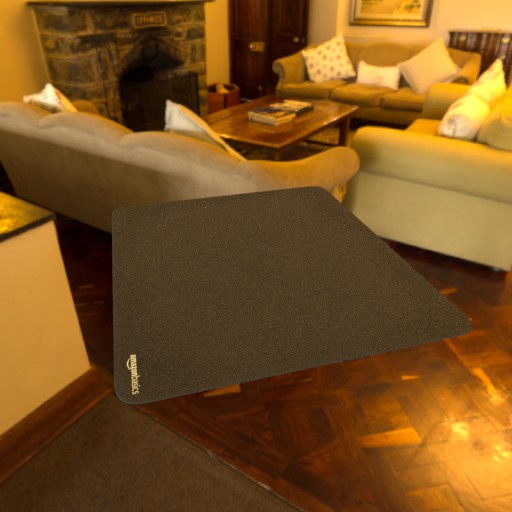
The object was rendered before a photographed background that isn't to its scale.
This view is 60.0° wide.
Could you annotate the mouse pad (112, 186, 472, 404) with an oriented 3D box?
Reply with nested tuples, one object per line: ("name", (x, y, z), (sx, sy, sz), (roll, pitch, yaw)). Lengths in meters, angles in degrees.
("mouse pad", (0.000, 0.000, 0.632), (0.393, 0.002, 0.451), (-8, 32, -14))
